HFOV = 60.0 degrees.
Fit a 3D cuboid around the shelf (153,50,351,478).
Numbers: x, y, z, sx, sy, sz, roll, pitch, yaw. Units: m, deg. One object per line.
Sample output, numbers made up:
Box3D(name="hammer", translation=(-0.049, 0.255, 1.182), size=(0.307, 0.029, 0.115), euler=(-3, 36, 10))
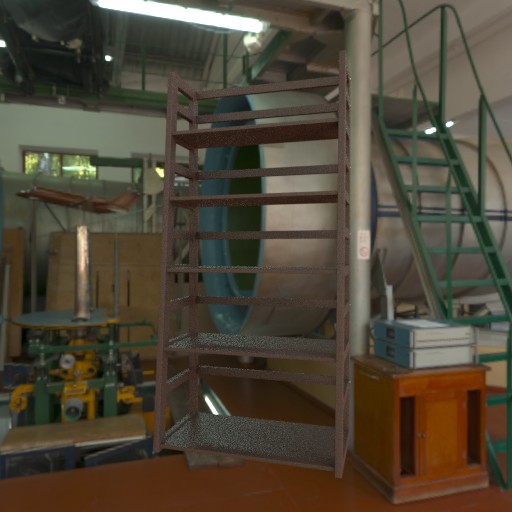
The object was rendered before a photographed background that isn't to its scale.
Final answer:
Box3D(name="shelf", translation=(0.000, 0.000, 1.890), size=(0.763, 1.600, 0.403), euler=(0, 0, 16))
